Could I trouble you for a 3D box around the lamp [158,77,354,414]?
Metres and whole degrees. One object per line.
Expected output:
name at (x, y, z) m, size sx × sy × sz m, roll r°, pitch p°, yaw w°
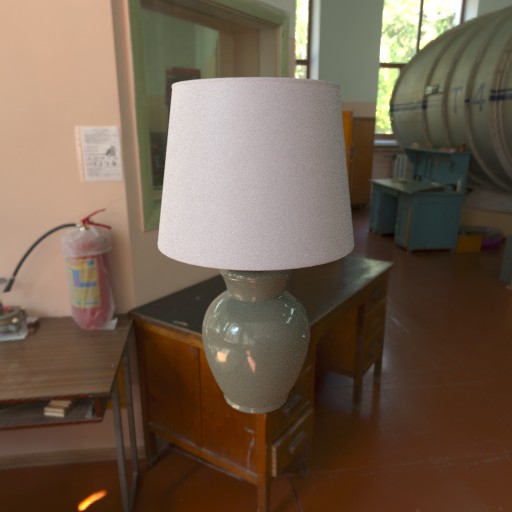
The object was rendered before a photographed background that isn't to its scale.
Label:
lamp at (0.000, 0.000, 0.557) m, size 0.239 × 0.399 × 0.239 m, roll 0°, pitch 16°, yaw 0°
